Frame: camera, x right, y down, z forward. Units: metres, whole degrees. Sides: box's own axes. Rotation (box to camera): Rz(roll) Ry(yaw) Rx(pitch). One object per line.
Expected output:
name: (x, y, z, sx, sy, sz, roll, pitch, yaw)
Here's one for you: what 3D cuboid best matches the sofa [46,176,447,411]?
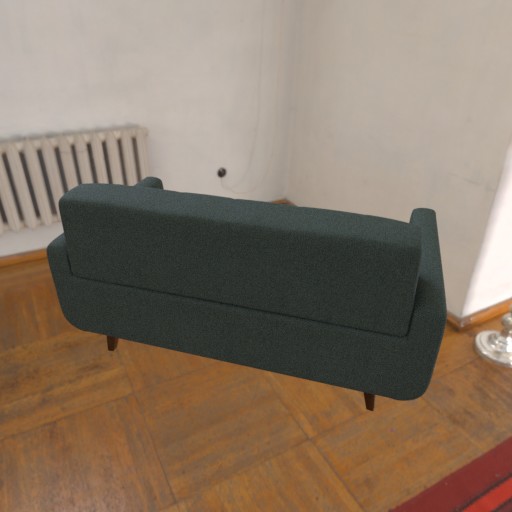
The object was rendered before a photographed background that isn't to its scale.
sofa: (0.000, 0.000, 2.137, 1.631, 0.841, 0.909, 9, 32, 14)
